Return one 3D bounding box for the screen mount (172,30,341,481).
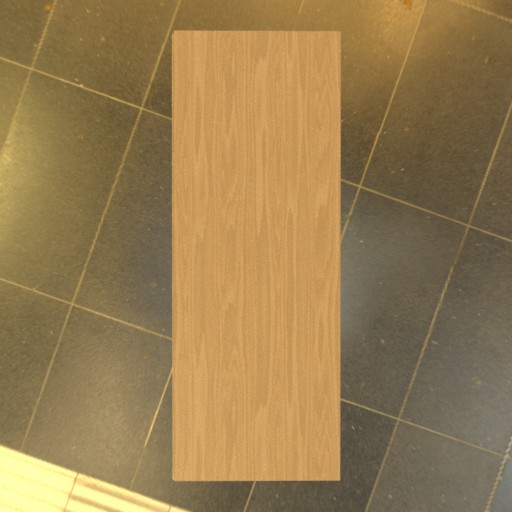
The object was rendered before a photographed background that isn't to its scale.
[{"bbox_3d":[0.000,0.000,1.282,0.406,0.432,1.084,0,90,0],"label":"screen mount"}]
